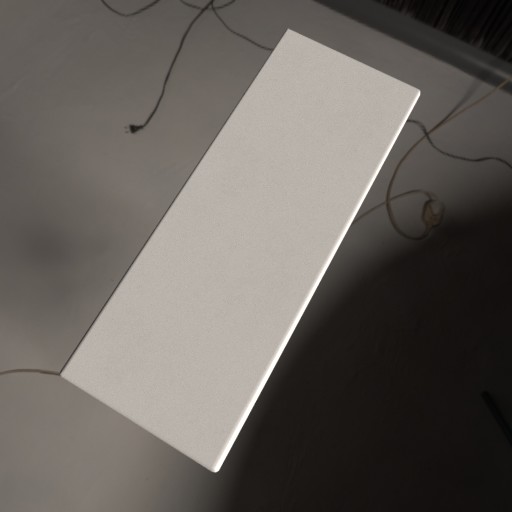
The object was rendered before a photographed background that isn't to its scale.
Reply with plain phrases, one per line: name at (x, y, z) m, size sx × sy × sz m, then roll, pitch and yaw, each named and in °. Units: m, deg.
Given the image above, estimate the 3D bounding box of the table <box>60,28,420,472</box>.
table at (0.000, 0.000, 1.549) m, size 0.459 × 0.740 × 1.184 m, roll 29°, pitch 77°, yaw 7°
